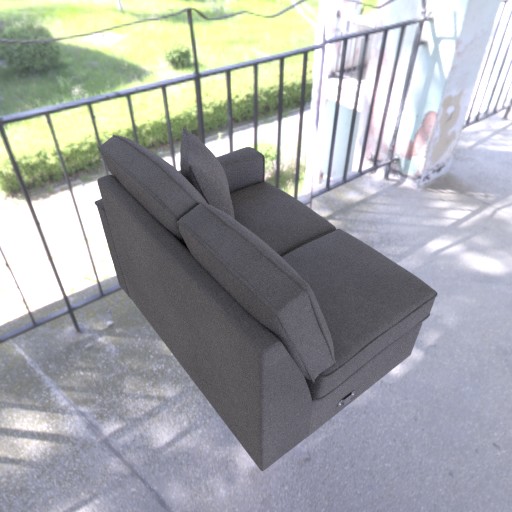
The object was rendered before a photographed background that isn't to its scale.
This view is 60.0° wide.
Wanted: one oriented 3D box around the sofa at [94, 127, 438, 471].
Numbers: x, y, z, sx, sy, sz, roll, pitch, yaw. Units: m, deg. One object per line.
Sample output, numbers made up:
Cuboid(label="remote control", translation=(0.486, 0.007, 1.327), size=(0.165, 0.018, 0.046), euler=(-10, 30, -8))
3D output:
Cuboid(label="sofa", translation=(0.000, 0.000, 2.104), size=(0.991, 0.989, 1.388), euler=(-26, 47, -27))
